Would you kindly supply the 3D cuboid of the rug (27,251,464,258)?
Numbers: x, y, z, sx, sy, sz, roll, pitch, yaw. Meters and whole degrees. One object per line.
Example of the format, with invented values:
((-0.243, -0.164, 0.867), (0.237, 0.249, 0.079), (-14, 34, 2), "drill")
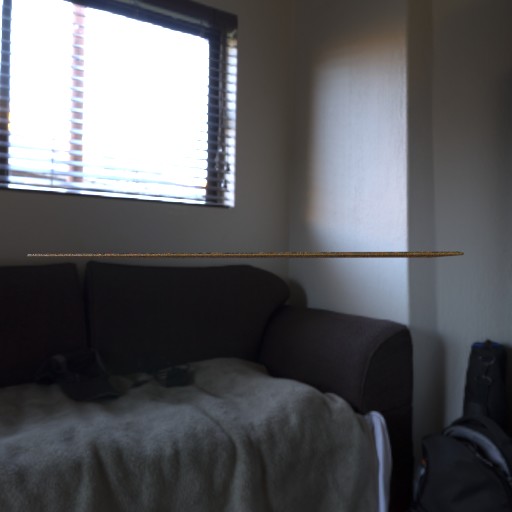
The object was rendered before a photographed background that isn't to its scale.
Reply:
((0.000, 0.000, 2.239), (1.758, 0.013, 1.148), (0, -1, 17), "rug")
